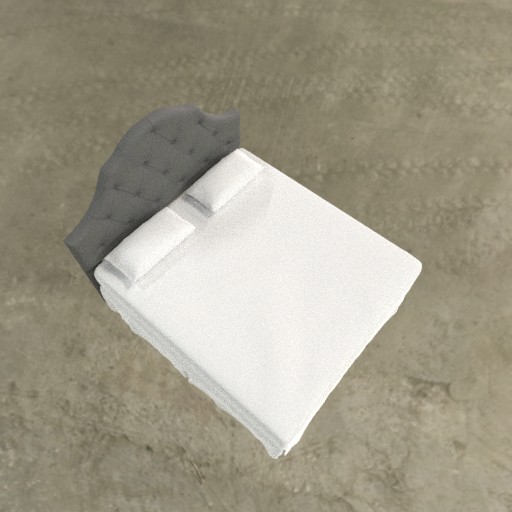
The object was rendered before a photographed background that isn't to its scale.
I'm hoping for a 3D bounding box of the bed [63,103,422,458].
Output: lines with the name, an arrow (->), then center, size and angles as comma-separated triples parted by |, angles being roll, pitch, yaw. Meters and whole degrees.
bed -> 0.000, 0.000, 3.613 | 2.214, 1.615, 2.008 | 36, 66, 20
